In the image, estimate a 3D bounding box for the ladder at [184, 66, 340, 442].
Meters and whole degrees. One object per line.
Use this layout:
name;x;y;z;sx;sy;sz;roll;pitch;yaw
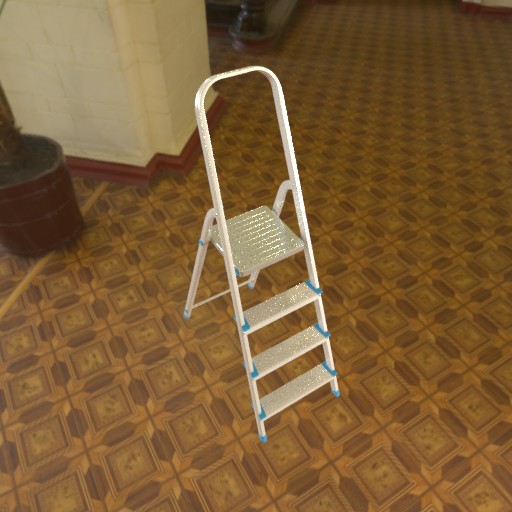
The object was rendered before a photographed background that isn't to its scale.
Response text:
ladder;0.000;0.000;1.812;0.445;1.434;0.842;-24;50;-22
